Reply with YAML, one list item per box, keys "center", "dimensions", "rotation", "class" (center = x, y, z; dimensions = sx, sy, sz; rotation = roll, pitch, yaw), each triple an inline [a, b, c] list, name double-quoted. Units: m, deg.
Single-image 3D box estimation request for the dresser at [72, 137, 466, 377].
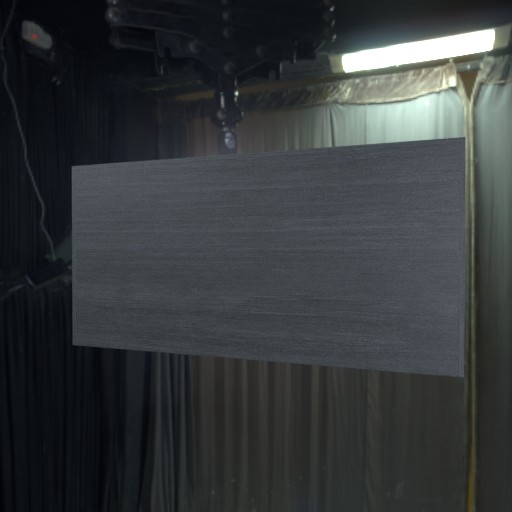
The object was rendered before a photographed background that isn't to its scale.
- center: [0.000, 0.000, 1.907]
  dimensions: [1.590, 0.795, 0.400]
  rotation: [0, 1, 19]
  class: "dresser"
